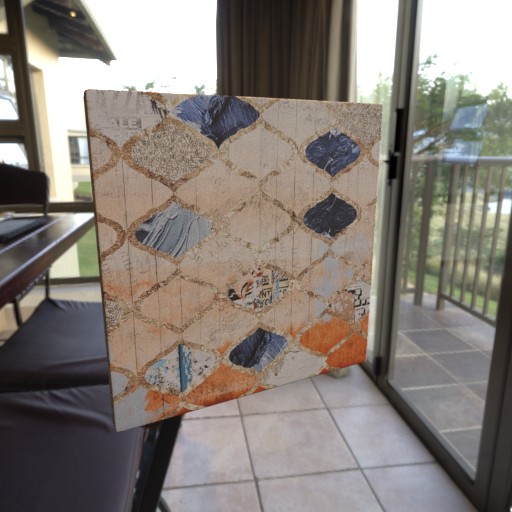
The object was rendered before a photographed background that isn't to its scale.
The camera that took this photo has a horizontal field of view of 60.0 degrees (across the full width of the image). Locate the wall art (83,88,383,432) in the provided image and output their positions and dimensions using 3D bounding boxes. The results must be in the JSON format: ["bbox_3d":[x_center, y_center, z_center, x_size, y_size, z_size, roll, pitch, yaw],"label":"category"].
[{"bbox_3d":[0.000,0.000,1.355,0.912,0.914,0.039,-7,16,-27],"label":"wall art"}]
